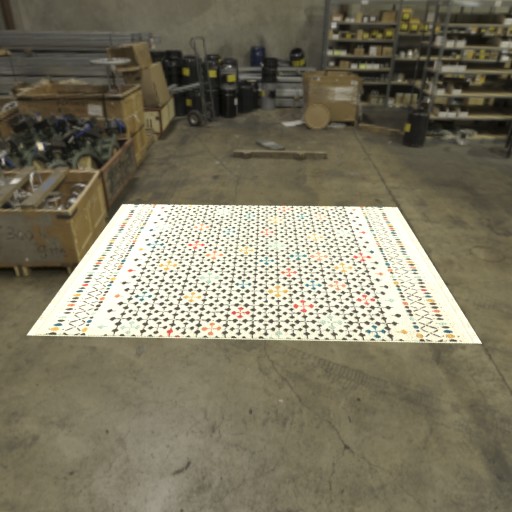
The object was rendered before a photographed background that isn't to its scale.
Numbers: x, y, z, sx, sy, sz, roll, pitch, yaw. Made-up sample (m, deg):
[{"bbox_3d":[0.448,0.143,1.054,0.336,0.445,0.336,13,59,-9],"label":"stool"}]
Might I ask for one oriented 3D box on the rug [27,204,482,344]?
[{"bbox_3d":[0.000,0.000,2.012,1.556,0.006,1.146,1,30,1],"label":"rug"}]
